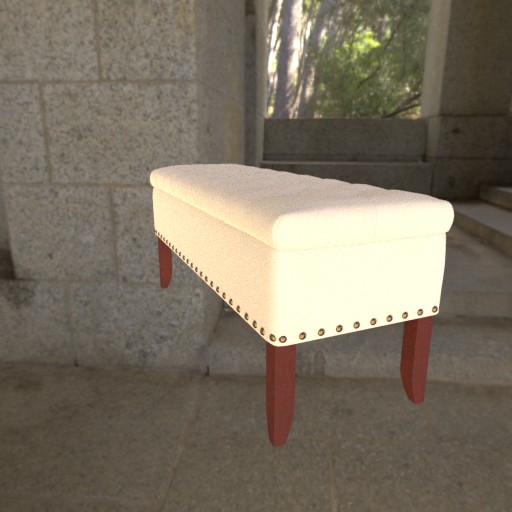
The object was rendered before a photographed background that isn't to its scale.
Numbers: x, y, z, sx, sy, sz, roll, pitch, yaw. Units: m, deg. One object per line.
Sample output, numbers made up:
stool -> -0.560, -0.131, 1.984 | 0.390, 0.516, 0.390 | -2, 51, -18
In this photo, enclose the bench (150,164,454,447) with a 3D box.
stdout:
bench -> 0.000, 0.000, 1.291 | 0.400, 0.470, 1.054 | -7, 17, -23
